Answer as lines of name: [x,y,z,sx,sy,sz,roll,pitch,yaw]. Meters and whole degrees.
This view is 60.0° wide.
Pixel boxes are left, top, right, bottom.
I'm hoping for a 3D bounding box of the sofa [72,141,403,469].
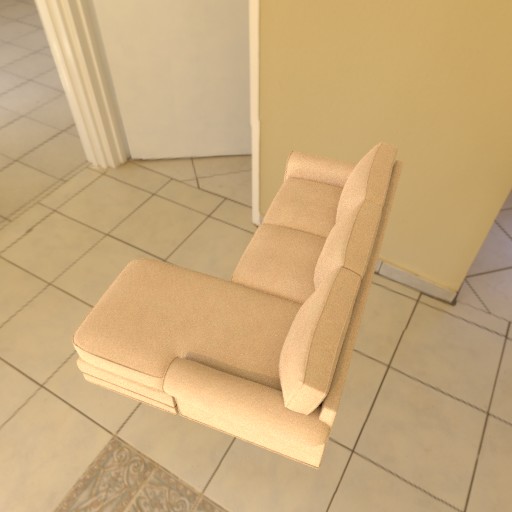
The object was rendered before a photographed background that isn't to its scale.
sofa: [0.000,0.000,2.388,1.226,0.734,1.770,16,49,14]
